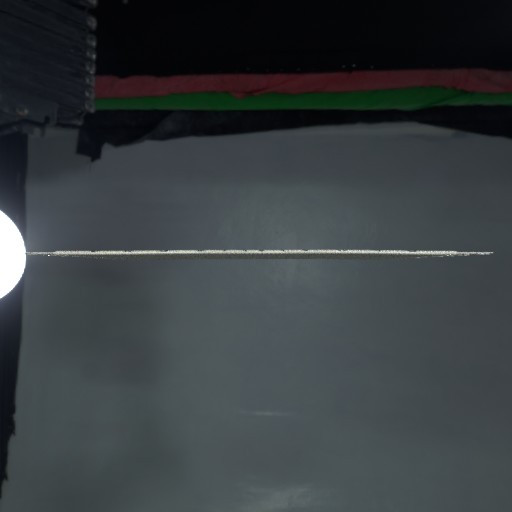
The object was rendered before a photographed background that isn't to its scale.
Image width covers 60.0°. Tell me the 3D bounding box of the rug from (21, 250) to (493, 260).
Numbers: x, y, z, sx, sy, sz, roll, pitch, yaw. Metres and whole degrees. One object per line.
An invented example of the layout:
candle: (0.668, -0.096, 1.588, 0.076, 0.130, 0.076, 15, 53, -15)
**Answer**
rug: (0.000, 0.000, 3.256, 2.615, 0.029, 1.664, 0, -1, 0)
